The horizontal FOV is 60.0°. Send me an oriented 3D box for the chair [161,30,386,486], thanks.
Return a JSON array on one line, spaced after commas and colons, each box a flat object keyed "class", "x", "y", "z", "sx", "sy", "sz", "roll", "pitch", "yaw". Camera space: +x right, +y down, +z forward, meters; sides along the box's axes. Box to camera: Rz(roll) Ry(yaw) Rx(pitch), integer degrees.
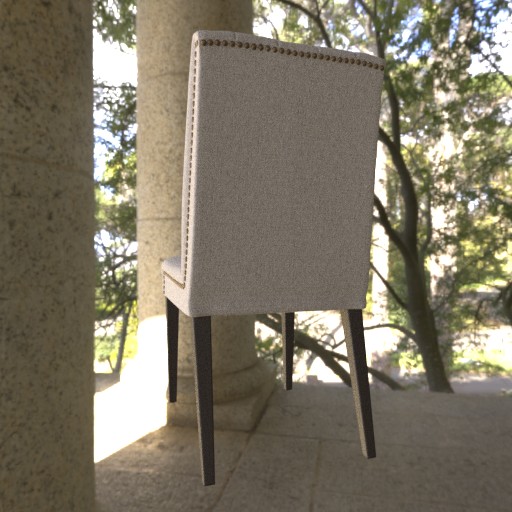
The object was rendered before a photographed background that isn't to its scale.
[{"class": "chair", "x": 0.000, "y": 0.000, "z": 1.332, "sx": 0.511, "sy": 1.016, "sz": 0.647, "roll": 0, "pitch": 1, "yaw": -18}]
